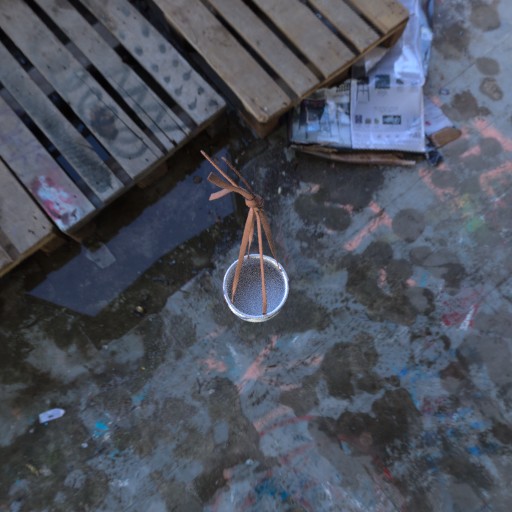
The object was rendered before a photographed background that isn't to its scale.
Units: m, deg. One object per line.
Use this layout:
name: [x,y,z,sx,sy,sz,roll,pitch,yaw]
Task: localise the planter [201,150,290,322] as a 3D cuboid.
planter: [0.000,0.000,0.810,0.166,0.751,0.166,-38,78,-9]
